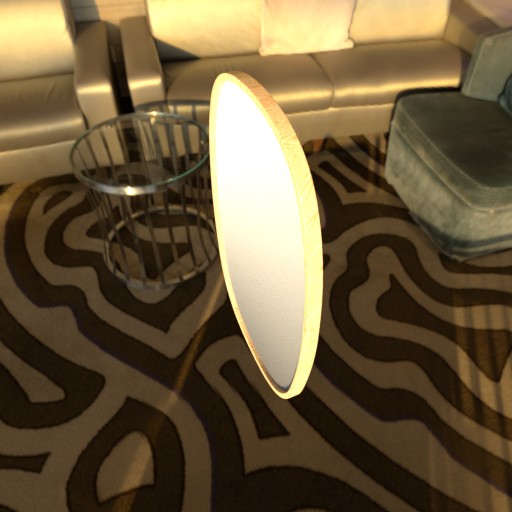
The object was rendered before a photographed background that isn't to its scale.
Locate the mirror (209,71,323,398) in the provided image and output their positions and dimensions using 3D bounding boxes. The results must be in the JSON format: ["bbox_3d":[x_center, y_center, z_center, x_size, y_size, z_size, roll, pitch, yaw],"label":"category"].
[{"bbox_3d":[0.000,0.000,1.377,0.037,1.075,0.724,-17,48,-16],"label":"mirror"}]
